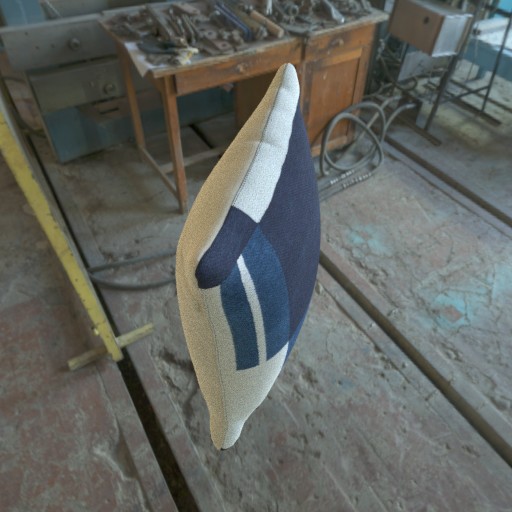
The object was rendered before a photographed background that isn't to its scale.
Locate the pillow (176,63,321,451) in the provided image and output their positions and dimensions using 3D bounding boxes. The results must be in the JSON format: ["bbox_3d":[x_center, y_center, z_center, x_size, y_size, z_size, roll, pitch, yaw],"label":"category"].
[{"bbox_3d":[0.000,0.000,0.812,0.229,0.506,0.536,10,47,10],"label":"pillow"}]
